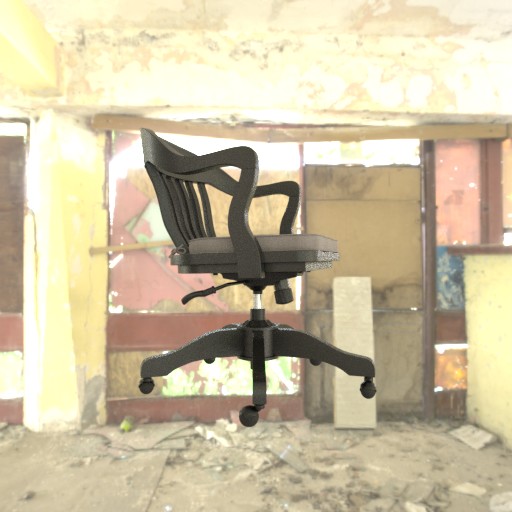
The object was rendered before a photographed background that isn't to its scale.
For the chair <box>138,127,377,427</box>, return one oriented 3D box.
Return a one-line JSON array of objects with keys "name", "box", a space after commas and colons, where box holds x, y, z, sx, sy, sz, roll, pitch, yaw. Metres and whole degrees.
[{"name": "chair", "box": [0.000, 0.000, 1.498, 0.788, 0.878, 0.750, 0, 0, 18]}]
